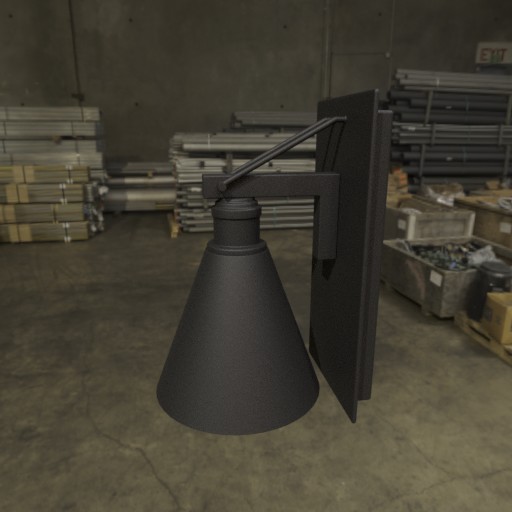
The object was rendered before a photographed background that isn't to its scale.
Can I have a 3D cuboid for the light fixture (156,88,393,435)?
[{"bbox_3d":[0.000,0.000,0.435,0.207,0.298,0.170,-3,16,-9],"label":"light fixture"}]
